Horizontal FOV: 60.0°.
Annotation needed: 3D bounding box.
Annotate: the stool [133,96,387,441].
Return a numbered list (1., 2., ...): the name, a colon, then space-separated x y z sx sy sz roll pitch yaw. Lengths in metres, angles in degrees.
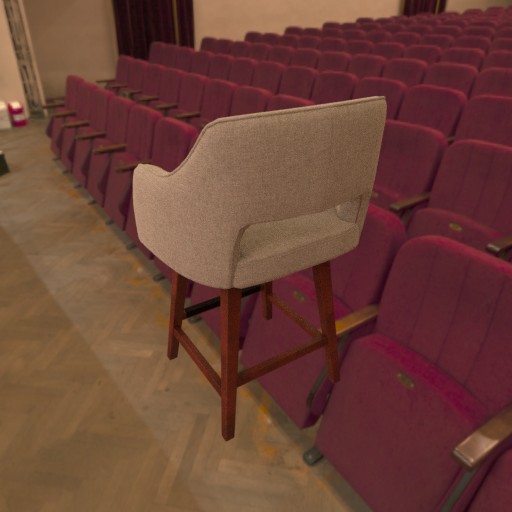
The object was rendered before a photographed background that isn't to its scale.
1. stool: 0.000 0.000 1.310 0.599 0.944 0.558 -18 34 -28
